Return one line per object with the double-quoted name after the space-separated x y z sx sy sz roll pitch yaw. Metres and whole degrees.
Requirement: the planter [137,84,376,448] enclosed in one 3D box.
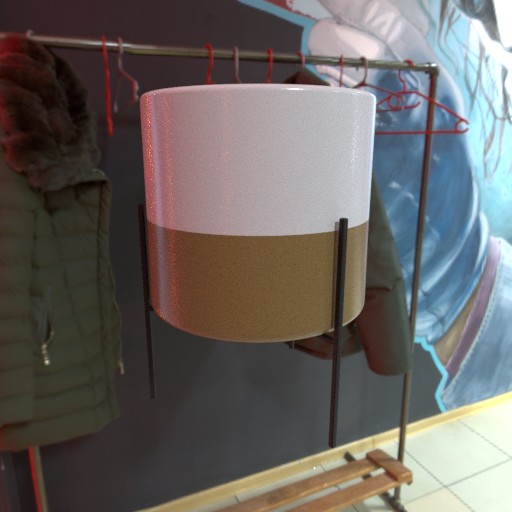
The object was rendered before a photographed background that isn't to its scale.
0.000 0.000 0.638 0.310 0.432 0.310 2 15 8 "planter"
